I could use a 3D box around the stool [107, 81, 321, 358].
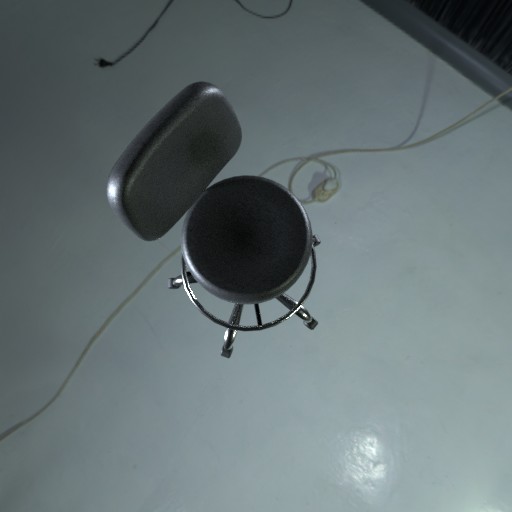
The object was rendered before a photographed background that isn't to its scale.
[{"bbox_3d":[0.000,0.000,1.499,0.658,1.069,0.694,36,79,8],"label":"stool"}]
